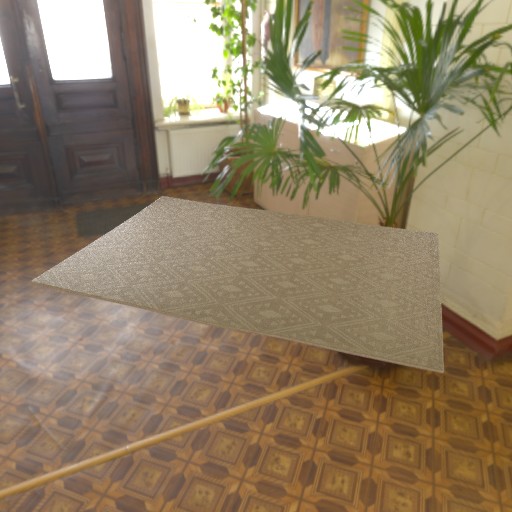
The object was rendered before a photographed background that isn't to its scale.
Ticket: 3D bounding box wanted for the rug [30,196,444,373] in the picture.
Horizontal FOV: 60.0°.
[{"bbox_3d":[0.000,0.000,2.342,1.829,0.034,1.252,9,29,17],"label":"rug"}]
